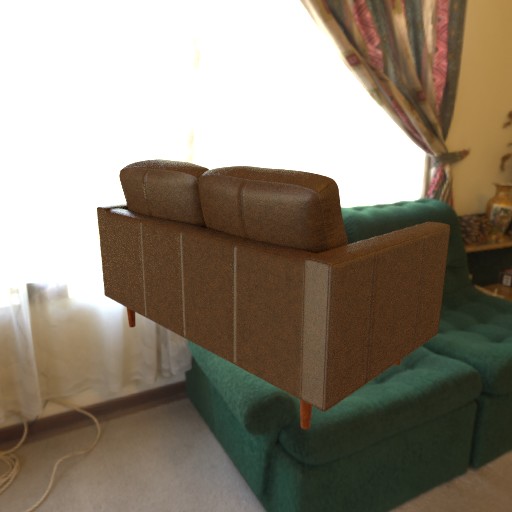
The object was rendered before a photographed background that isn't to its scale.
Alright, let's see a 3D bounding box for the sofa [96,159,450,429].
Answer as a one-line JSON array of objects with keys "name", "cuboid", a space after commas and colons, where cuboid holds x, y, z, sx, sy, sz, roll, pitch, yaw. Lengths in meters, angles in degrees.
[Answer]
[{"name": "sofa", "cuboid": [0.000, 0.000, 2.238, 0.909, 0.951, 1.578, -14, 21, -43]}]
